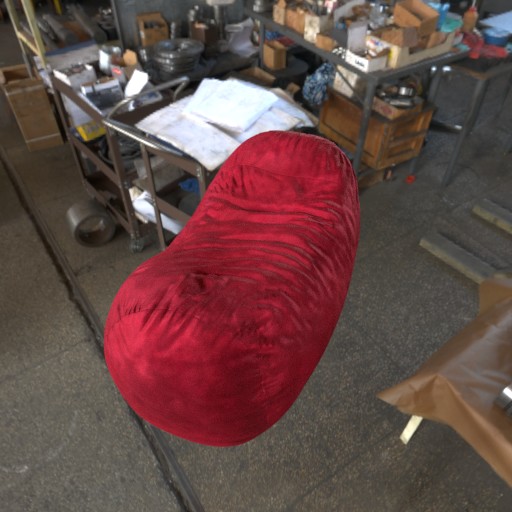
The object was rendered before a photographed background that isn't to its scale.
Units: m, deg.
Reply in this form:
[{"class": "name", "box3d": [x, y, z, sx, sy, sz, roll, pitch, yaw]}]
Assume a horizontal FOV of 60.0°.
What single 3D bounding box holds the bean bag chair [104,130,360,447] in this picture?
[{"class": "bean bag chair", "box3d": [0.000, 0.000, 2.820, 1.216, 0.867, 2.293, 16, 47, 15]}]
